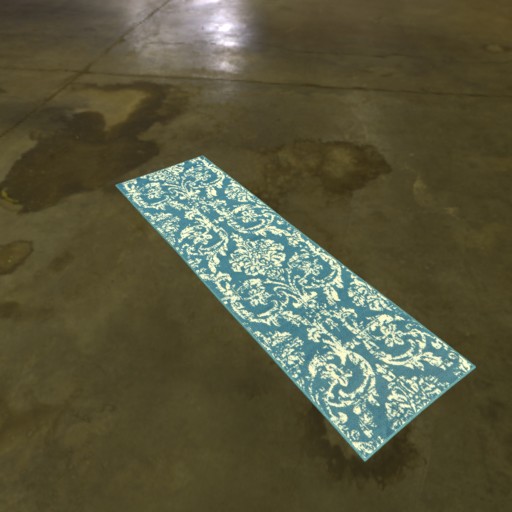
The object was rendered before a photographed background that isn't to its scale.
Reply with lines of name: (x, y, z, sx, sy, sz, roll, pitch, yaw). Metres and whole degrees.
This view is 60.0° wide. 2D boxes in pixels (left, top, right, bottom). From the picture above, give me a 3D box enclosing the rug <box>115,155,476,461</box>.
rug: (0.000, 0.000, 2.356, 0.662, 0.011, 2.196, -26, 48, -26)
